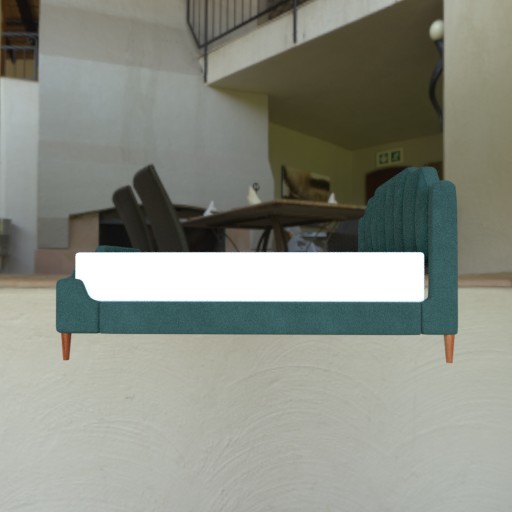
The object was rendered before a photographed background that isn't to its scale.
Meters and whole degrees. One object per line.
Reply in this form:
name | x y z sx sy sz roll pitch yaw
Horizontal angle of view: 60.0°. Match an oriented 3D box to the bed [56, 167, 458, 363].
bed | 0.000 0.000 3.563 2.340 1.245 2.074 0 -1 2
